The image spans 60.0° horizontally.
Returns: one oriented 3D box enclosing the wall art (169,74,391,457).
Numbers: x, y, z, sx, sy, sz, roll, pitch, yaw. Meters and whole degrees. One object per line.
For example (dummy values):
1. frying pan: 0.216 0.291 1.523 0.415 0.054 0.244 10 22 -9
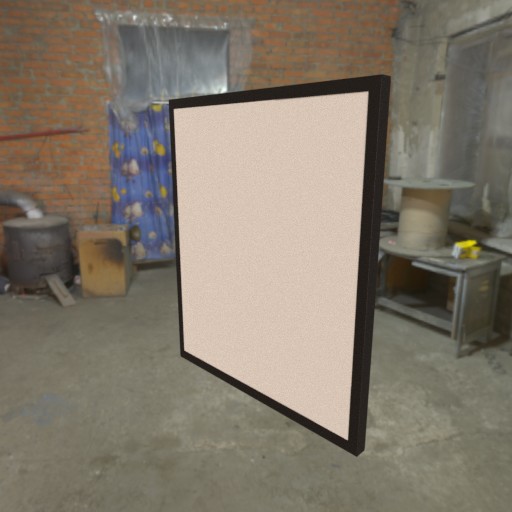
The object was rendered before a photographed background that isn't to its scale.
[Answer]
1. wall art: 0.000 0.000 0.723 0.021 0.509 0.430 -14 20 -43
